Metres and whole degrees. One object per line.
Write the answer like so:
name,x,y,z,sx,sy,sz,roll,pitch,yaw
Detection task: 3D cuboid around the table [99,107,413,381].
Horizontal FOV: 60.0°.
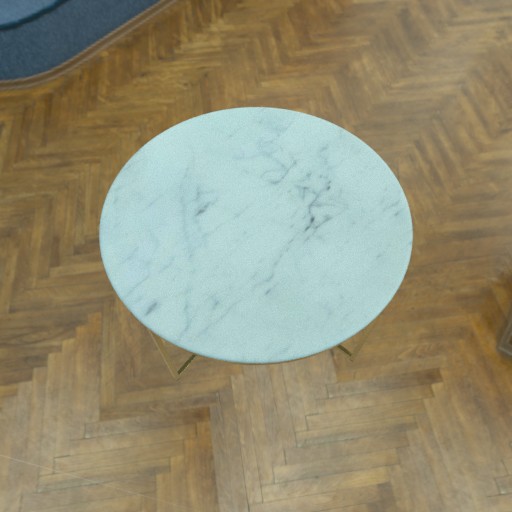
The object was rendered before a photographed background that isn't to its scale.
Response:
table,0.000,0.000,1.337,0.800,0.450,0.800,0,59,0
